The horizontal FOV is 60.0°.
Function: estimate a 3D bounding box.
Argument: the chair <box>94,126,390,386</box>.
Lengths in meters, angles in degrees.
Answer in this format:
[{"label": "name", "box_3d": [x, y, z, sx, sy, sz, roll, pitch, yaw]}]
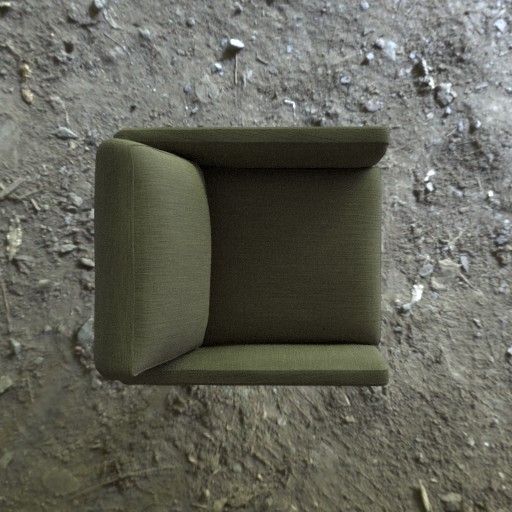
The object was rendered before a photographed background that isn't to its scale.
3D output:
[{"label": "chair", "box_3d": [0.000, 0.000, 1.465, 0.834, 0.811, 0.763, 0, 91, 0]}]
